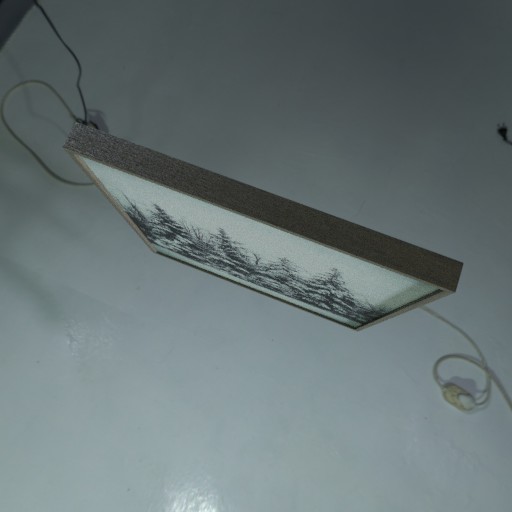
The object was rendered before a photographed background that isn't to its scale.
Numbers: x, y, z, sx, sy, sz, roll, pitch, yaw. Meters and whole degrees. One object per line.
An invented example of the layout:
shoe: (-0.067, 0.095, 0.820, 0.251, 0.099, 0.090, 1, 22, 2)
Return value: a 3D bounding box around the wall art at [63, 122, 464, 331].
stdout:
wall art: (0.000, 0.000, 0.782, 0.507, 0.507, 0.037, 21, 76, 5)
